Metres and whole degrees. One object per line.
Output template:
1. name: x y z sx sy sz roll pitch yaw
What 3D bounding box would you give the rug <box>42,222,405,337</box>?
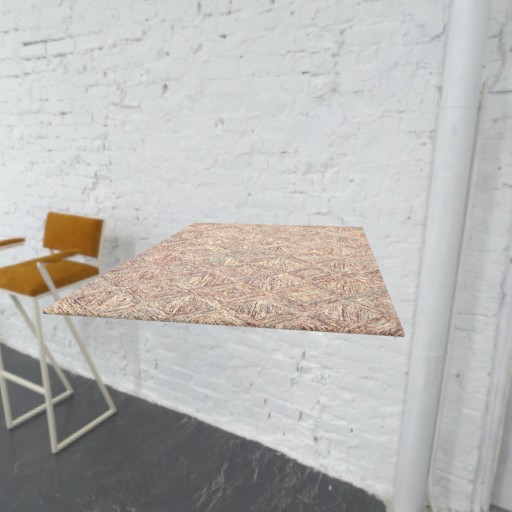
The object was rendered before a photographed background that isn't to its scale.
1. rug: 0.000 0.000 2.905 1.523 0.019 2.285 2 14 9
